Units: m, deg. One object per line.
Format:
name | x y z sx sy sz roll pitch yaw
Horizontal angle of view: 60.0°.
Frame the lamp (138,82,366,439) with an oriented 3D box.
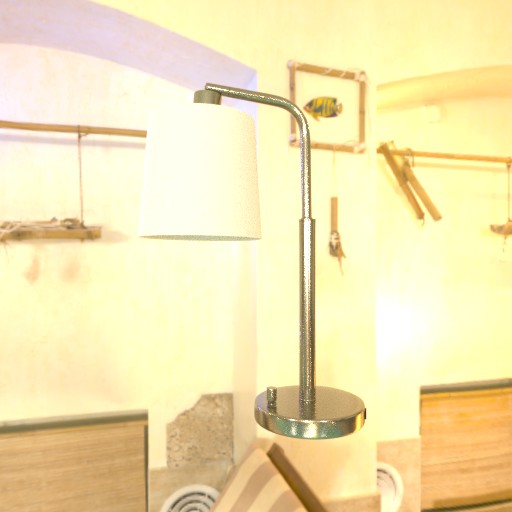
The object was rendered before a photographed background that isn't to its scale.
lamp | 0.000 0.000 0.646 0.333 0.489 0.171 0 0 -17
